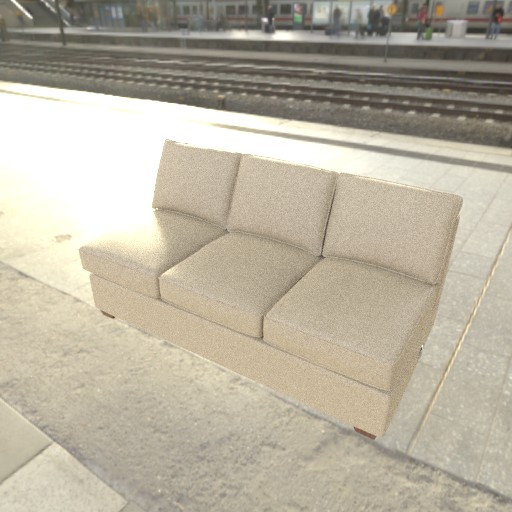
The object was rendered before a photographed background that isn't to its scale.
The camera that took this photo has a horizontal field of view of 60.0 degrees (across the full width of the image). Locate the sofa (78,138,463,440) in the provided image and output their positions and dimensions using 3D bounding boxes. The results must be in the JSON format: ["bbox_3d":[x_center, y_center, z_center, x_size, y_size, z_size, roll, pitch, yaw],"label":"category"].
[{"bbox_3d":[0.000,0.000,2.577,1.962,0.973,1.027,17,33,28],"label":"sofa"}]
